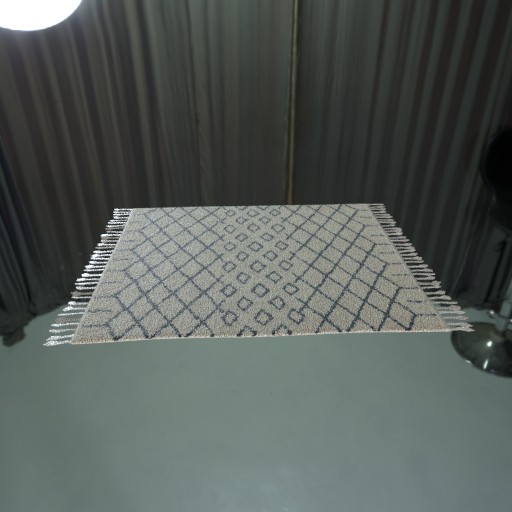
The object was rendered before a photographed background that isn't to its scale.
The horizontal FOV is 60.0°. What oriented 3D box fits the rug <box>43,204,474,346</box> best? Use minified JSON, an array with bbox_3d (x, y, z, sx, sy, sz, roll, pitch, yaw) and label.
[{"bbox_3d":[0.000,0.000,4.275,3.213,0.030,2.388,-1,30,-3],"label":"rug"}]
